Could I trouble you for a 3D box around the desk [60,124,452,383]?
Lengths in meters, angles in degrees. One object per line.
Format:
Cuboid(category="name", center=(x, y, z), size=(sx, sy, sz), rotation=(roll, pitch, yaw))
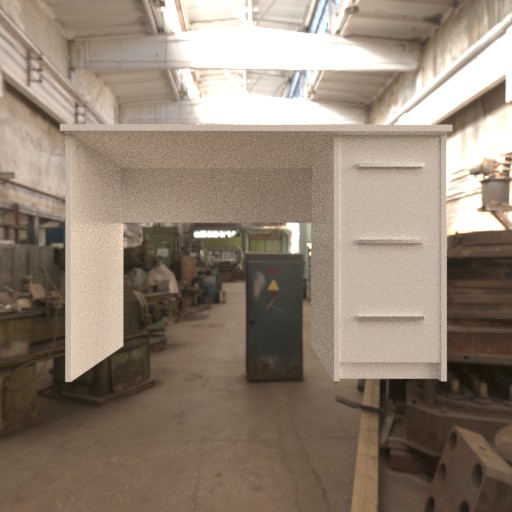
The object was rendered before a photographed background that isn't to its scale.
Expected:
Cuboid(category="desk", center=(0.000, 0.000, 1.518), size=(1.097, 0.735, 0.560), rotation=(0, 0, 0))
